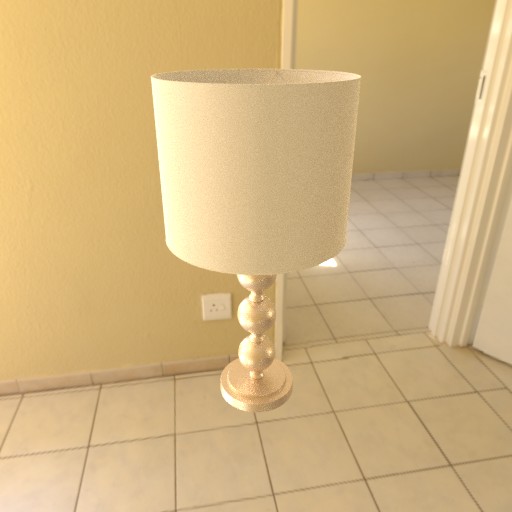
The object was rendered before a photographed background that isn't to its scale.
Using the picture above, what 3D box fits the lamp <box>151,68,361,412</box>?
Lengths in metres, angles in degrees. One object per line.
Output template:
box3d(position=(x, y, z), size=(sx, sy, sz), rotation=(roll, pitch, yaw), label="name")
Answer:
box3d(position=(0.000, 0.000, 0.709), size=(0.277, 0.538, 0.277), rotation=(-9, 27, -17), label="lamp")
